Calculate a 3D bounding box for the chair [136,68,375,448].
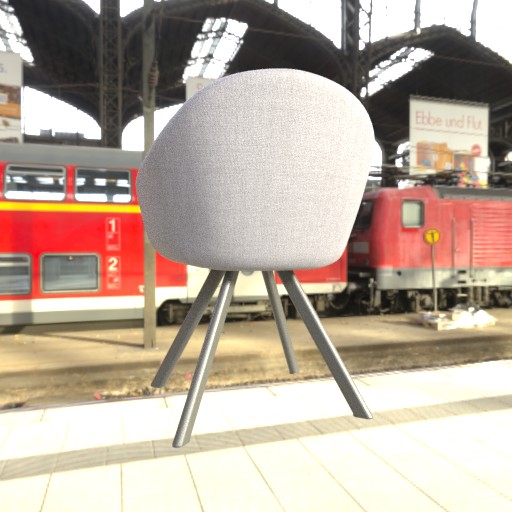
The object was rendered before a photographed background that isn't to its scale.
[{"bbox_3d":[0.000,0.000,1.171,0.590,0.795,0.550,0,1,-19],"label":"chair"}]
